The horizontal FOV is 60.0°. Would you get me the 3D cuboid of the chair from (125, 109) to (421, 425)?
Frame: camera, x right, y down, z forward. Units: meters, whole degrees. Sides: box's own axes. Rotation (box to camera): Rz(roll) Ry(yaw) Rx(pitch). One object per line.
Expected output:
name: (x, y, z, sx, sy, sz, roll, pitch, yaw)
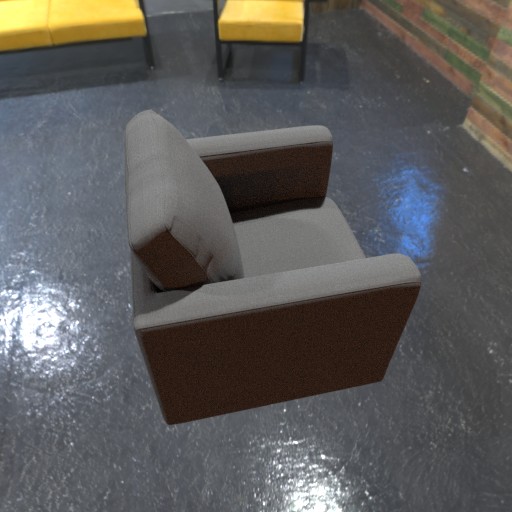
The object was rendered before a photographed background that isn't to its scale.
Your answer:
chair: (0.000, 0.000, 1.577, 0.800, 0.927, 0.854, -9, 47, -9)
